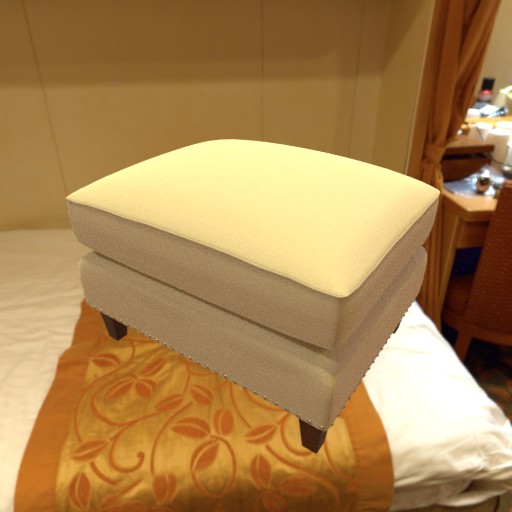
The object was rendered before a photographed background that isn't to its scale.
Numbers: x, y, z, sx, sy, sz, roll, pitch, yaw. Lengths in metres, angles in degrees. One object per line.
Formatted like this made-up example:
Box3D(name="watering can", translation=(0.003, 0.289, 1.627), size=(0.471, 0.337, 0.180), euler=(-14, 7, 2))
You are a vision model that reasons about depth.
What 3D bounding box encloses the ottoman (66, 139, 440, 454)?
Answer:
Box3D(name="ottoman", translation=(0.000, 0.000, 1.165), size=(0.741, 0.513, 0.584), euler=(19, 35, 30))
